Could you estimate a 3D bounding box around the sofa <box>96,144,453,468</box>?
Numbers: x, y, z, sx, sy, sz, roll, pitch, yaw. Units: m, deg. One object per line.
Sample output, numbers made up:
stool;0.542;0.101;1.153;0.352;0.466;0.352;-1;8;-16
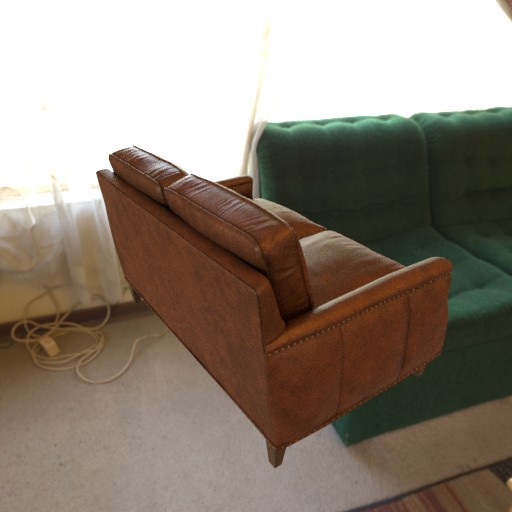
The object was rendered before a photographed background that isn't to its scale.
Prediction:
sofa;0.000;0.000;2.261;1.083;1.003;1.628;-18;32;-31
